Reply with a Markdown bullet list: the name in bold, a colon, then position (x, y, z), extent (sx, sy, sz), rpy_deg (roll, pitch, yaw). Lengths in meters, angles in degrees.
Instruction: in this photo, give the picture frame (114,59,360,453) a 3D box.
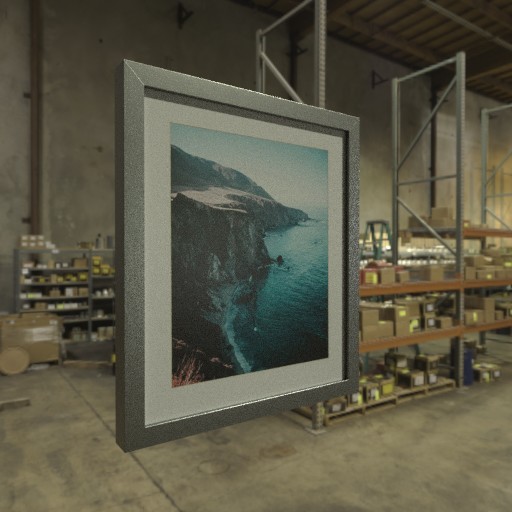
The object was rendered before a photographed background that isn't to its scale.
- **picture frame**: position (0.000, 0.000, 1.357), extent (0.839, 0.968, 0.073), rpy_deg (0, 1, -35)
